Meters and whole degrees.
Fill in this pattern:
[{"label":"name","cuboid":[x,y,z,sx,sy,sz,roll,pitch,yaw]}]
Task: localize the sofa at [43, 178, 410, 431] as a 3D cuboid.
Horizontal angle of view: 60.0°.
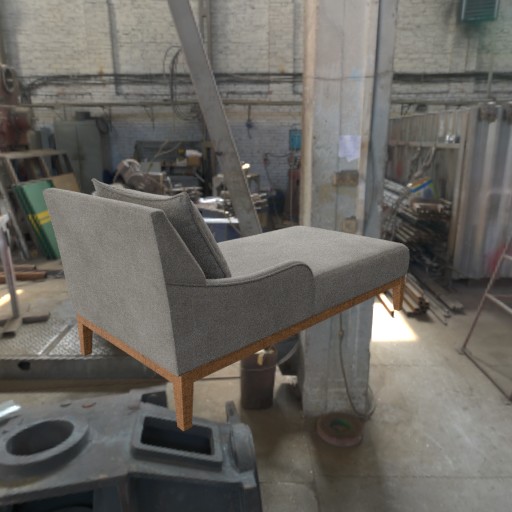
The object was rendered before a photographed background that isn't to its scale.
[{"label":"sofa","cuboid":[0.000,0.000,2.351,0.894,0.859,1.779,15,21,43]}]
